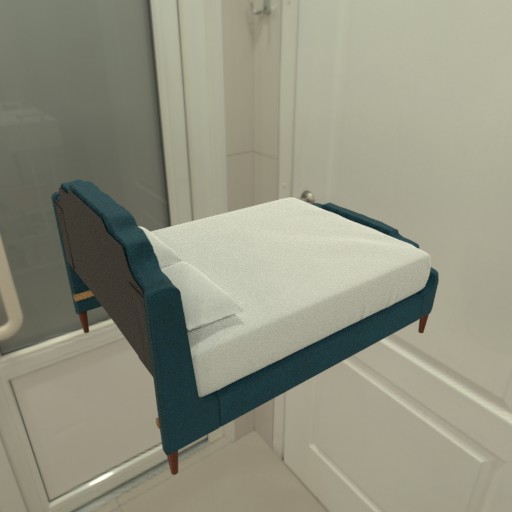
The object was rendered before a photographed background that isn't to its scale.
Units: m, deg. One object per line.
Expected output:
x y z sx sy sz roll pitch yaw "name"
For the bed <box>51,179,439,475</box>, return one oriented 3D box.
0.000 0.000 3.281 2.322 1.351 1.676 -18 32 -31 "bed"
